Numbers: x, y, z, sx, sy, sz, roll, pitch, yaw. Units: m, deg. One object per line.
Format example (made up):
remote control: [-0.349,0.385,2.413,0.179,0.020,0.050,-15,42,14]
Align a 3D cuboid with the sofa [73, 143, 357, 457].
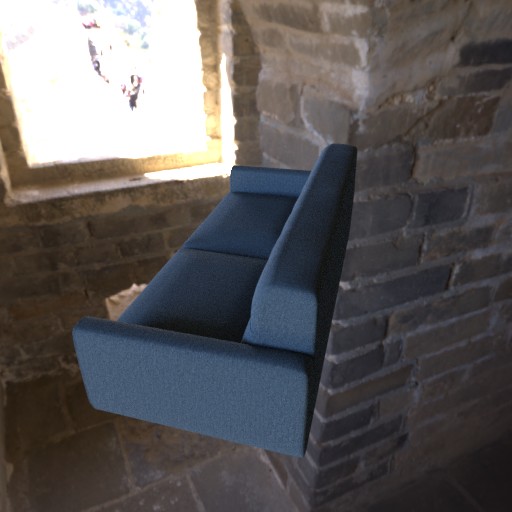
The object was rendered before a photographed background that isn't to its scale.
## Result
sofa: [0.000,0.000,2.518,0.942,0.884,2.055,8,31,13]
